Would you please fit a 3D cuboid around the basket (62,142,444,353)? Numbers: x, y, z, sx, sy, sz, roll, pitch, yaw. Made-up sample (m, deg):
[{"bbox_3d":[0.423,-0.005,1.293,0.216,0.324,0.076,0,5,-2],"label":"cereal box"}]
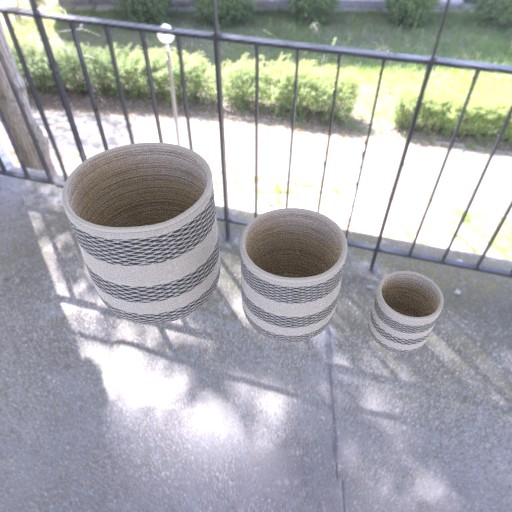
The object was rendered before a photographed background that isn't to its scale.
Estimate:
[{"bbox_3d":[0.000,0.000,1.107,0.917,0.356,0.351,11,47,11],"label":"basket"}]
